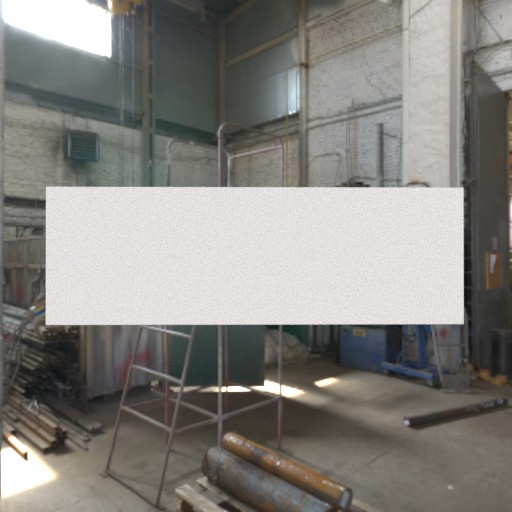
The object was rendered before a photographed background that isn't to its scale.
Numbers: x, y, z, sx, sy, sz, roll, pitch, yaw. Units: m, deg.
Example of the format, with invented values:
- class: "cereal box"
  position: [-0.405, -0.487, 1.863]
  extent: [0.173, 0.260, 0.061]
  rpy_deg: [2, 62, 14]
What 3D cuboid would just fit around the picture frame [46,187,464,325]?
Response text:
- class: "picture frame"
  position: [0.000, 0.000, 0.830]
  extent: [0.759, 0.250, 0.050]
  rpy_deg: [0, 0, -1]
